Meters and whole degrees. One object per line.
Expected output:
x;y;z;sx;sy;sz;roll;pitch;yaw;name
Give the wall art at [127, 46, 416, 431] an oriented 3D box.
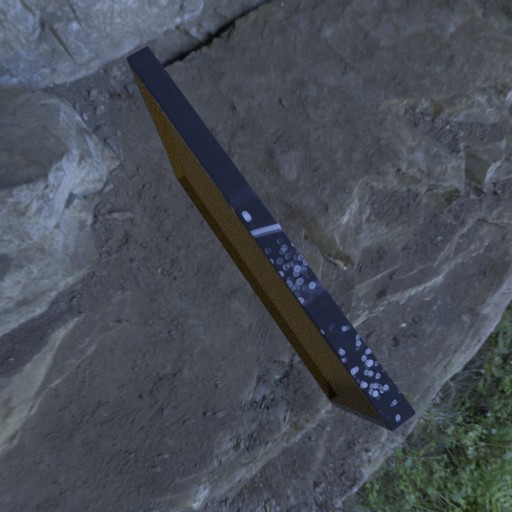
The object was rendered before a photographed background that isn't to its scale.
0.000;0.000;0.770;0.037;0.406;0.609;-33;78;-8;wall art
